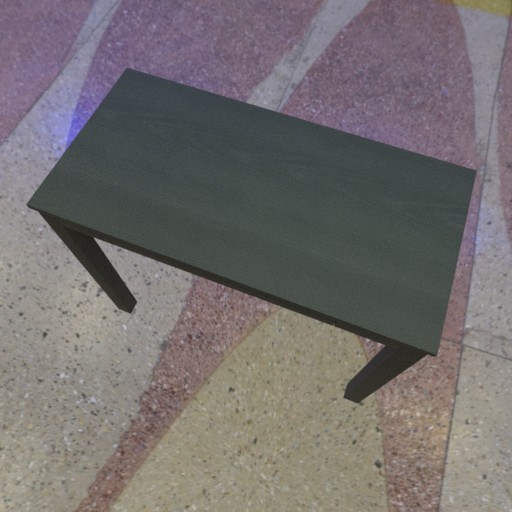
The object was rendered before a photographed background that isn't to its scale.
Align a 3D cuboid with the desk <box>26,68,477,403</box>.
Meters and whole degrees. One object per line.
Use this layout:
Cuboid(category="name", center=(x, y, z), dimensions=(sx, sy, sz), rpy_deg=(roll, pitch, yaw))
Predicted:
Cuboid(category="desk", center=(0.000, 0.000, 1.427), dimensions=(0.991, 0.762, 0.499), rpy_deg=(19, 65, 9))
